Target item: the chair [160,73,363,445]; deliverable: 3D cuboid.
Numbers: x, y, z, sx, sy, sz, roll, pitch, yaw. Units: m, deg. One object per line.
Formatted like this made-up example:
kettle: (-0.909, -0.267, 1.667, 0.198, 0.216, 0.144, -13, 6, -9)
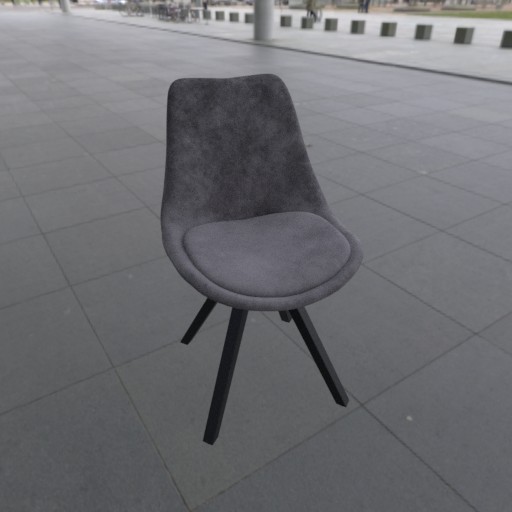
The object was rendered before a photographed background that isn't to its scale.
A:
chair: (0.000, 0.000, 1.210, 0.485, 0.850, 0.550, -10, 32, -16)
